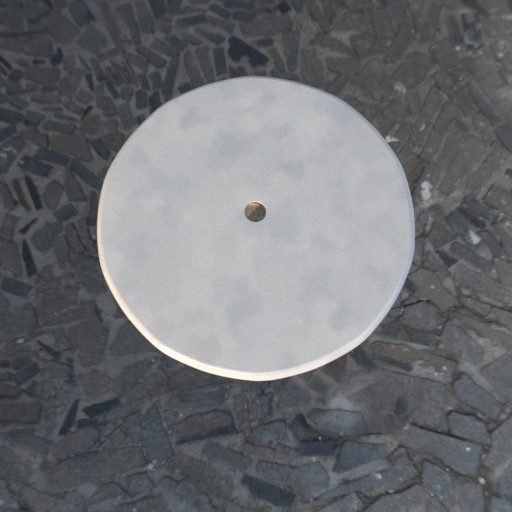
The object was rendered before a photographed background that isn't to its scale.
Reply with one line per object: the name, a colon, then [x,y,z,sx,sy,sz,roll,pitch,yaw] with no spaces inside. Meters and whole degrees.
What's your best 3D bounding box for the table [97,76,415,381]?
table: [0.000,0.000,0.664,0.352,0.387,0.352,0,76,0]
